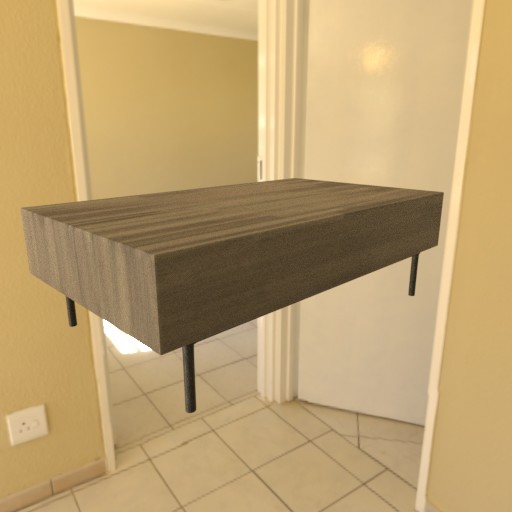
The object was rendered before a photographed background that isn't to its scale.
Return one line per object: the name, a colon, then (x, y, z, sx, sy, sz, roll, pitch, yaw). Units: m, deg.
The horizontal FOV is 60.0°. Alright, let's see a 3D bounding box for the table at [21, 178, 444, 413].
table: (0.000, 0.000, 1.344, 1.088, 0.347, 0.643, -15, 22, -42)
